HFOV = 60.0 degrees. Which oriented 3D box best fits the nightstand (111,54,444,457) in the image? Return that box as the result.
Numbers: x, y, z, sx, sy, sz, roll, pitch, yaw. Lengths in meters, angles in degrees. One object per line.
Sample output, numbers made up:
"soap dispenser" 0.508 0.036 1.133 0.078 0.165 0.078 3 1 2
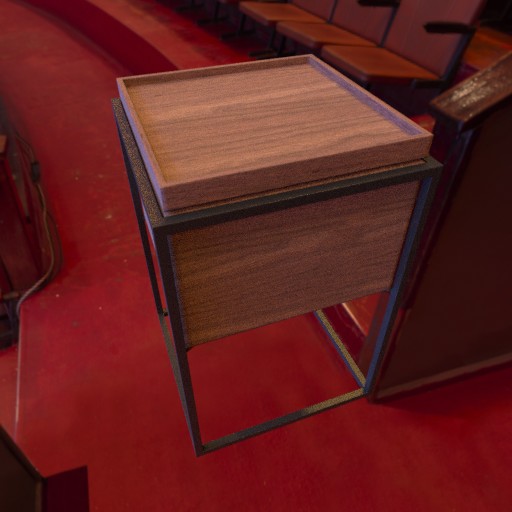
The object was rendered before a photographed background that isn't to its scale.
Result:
"nightstand" 0.000 0.000 0.863 0.397 0.607 0.397 -14 43 -15
